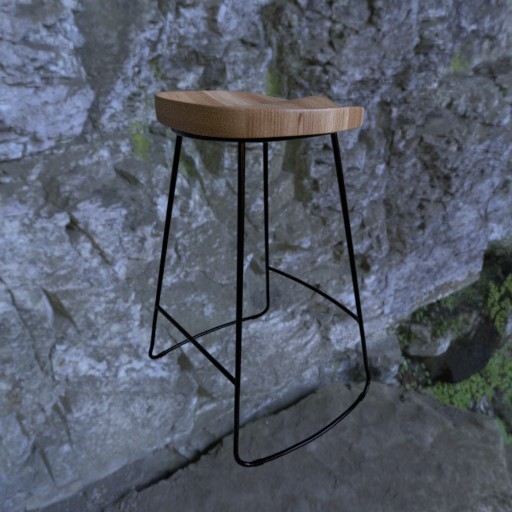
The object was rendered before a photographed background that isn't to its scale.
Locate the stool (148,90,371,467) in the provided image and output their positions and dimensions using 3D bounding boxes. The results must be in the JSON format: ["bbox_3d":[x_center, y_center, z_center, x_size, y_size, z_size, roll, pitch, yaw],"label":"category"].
[{"bbox_3d":[0.000,0.000,0.986,0.401,0.679,0.480,-18,30,-33],"label":"stool"}]
